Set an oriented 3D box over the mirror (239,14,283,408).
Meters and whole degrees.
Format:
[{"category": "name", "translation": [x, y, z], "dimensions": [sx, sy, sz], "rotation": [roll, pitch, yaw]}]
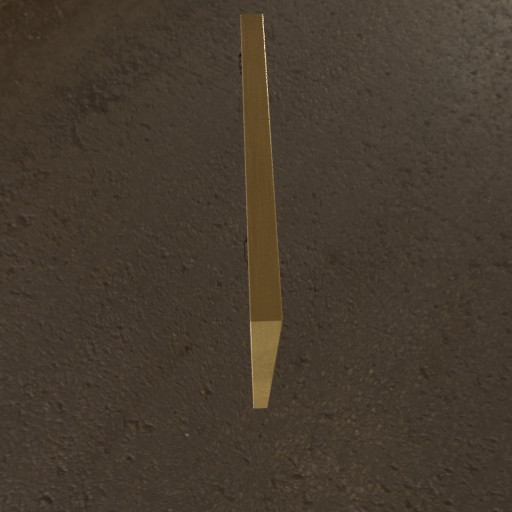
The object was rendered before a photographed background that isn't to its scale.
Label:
[{"category": "mirror", "translation": [0.000, 0.000, 0.910], "dimensions": [0.040, 0.710, 0.507], "rotation": [-2, 64, -1]}]
